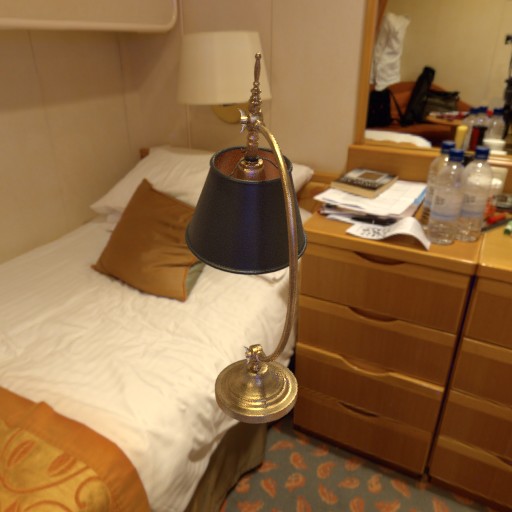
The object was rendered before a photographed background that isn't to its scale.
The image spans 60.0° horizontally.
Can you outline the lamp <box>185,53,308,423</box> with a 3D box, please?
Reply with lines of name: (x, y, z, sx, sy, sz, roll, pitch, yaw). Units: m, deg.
lamp: (0.000, 0.000, 0.810, 0.235, 0.675, 0.344, -8, 27, -16)
